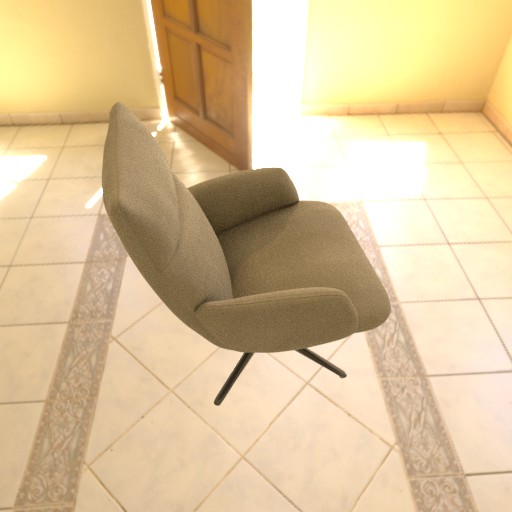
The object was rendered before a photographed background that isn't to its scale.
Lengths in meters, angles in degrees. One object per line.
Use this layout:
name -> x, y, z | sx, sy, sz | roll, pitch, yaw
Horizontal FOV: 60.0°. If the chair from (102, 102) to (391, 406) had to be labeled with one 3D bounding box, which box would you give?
chair -> 0.000, 0.000, 1.599 | 0.889, 1.016, 0.711 | -9, 46, -9
